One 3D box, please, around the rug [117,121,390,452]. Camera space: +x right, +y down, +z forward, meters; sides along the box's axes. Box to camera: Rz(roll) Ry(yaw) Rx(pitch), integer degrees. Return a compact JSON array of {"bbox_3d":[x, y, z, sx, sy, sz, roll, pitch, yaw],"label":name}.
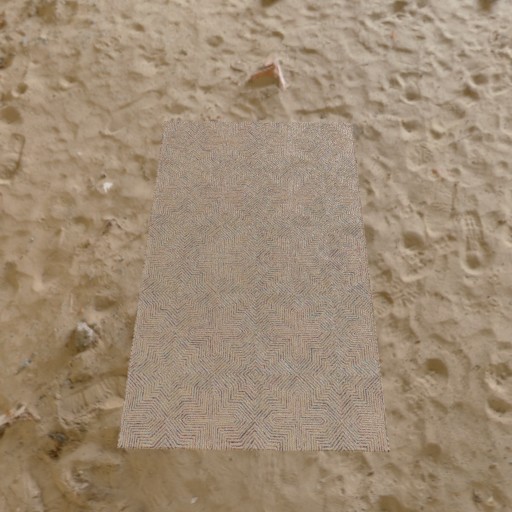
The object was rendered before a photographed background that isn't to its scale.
[{"bbox_3d":[0.000,0.000,3.017,1.519,0.007,2.428,1,63,0],"label":"rug"}]
